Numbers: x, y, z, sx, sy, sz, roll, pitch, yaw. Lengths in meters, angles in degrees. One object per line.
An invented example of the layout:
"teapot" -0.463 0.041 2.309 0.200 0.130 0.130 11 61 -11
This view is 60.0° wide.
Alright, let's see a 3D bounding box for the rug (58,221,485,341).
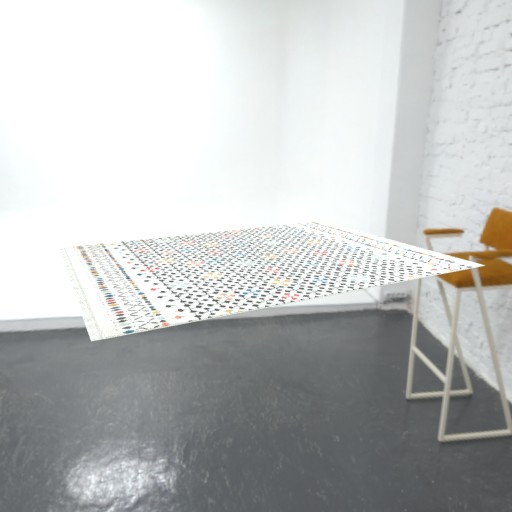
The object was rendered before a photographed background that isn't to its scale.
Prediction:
"rug" 0.000 0.000 4.090 3.196 0.007 2.354 -8 17 -26
